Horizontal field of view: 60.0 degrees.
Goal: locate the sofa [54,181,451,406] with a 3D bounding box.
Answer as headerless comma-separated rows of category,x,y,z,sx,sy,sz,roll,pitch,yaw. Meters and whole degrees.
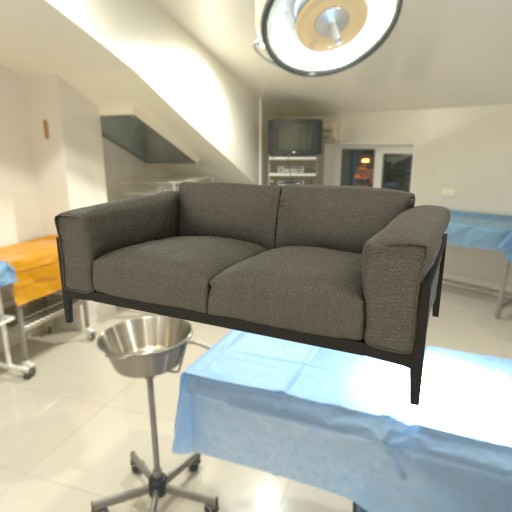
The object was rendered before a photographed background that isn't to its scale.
sofa,0.000,0.000,2.184,1.690,0.656,0.960,7,16,25
